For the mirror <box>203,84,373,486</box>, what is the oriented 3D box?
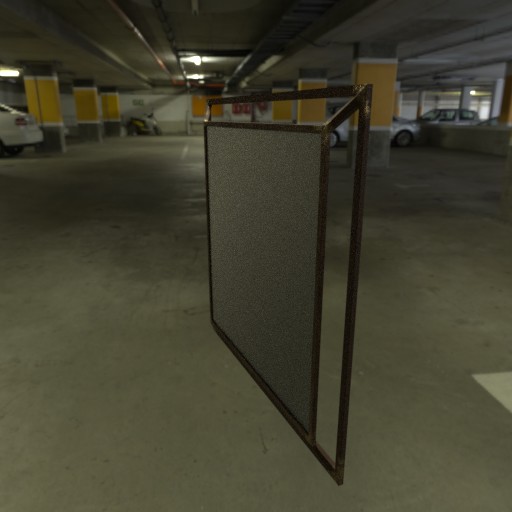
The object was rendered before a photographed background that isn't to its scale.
[{"bbox_3d":[0.000,0.000,0.888,0.032,0.610,0.610,-8,19,-24],"label":"mirror"}]
